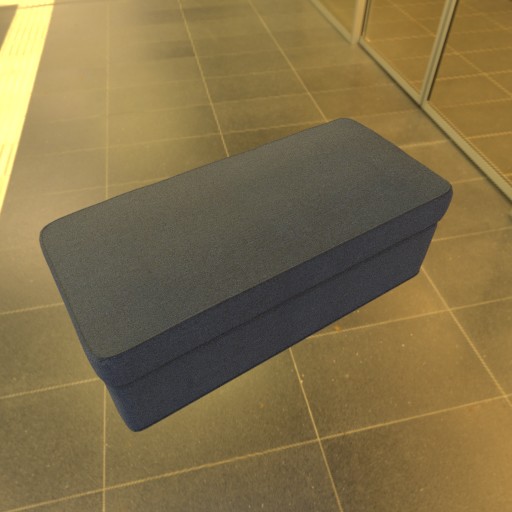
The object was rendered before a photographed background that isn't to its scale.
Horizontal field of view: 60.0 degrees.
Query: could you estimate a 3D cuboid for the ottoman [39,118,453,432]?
[{"bbox_3d":[0.000,0.000,1.391,1.110,0.460,0.515,-25,51,-22],"label":"ottoman"}]
